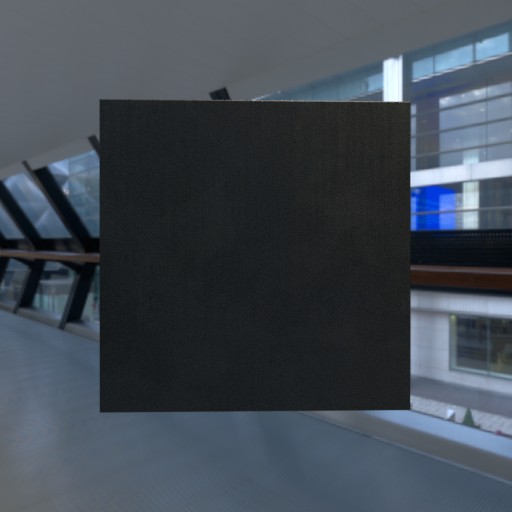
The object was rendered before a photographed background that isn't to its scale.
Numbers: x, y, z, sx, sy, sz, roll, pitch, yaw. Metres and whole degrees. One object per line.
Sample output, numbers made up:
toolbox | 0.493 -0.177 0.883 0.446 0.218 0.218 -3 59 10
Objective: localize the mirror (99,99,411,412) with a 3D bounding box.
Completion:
mirror | 0.000 0.000 0.552 0.382 0.381 0.020 0 0 -1
